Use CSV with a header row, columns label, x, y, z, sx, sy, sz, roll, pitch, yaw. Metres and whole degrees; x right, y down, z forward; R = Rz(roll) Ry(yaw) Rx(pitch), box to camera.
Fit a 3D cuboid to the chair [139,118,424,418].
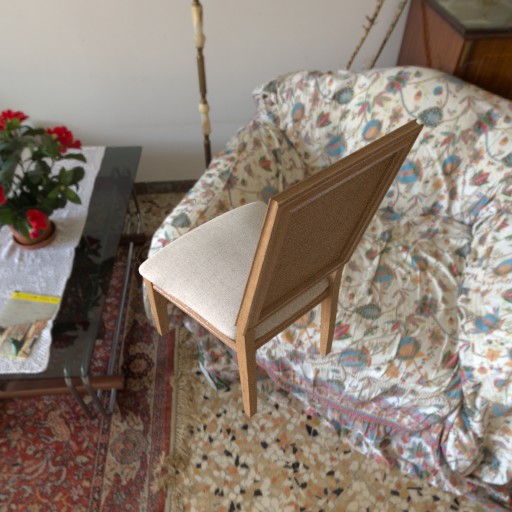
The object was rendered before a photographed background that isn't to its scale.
label,x,y,z,sx,sy,sz,roll,pitch,yaw
chair,0.000,0.000,1.341,0.536,0.988,0.601,-31,53,-27
